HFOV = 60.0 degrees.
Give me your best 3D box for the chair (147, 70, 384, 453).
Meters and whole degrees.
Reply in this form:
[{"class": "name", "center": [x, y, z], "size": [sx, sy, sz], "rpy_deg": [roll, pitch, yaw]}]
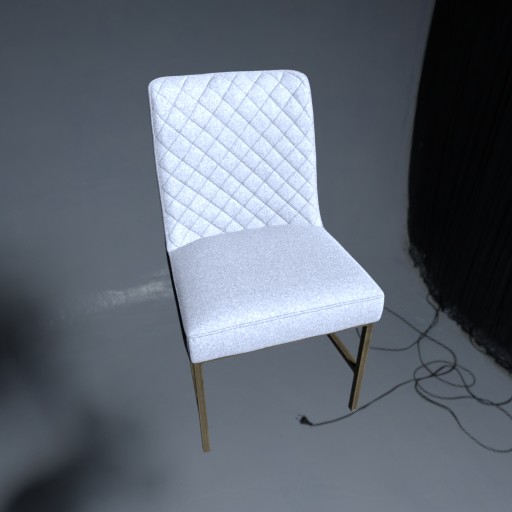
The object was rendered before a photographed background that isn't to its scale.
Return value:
[{"class": "chair", "center": [0.000, 0.000, 1.270], "size": [0.508, 0.889, 0.587], "rpy_deg": [-10, 35, -15]}]
